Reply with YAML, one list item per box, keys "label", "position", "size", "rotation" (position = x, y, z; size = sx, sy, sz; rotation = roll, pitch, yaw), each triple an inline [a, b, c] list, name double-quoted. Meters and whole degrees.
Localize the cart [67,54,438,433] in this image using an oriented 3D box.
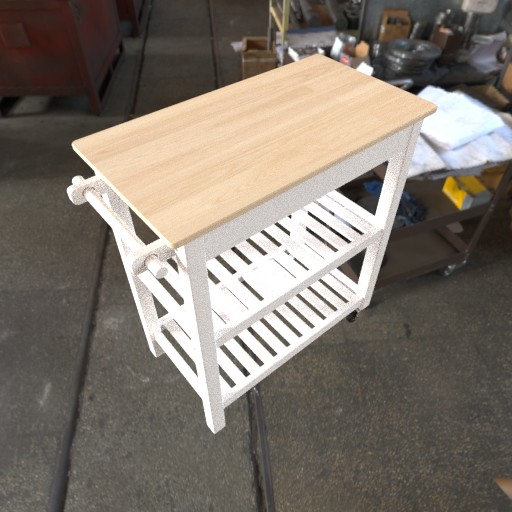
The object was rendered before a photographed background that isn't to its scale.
- label: "cart"
  position: [0.000, 0.000, 1.441]
  size: [0.899, 0.927, 0.457]
  rotation: [-31, 53, -26]
